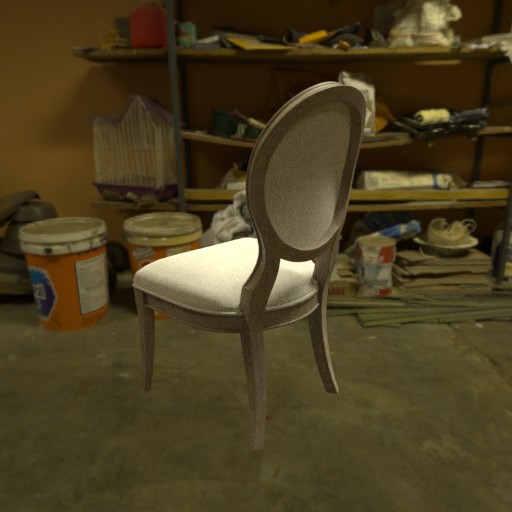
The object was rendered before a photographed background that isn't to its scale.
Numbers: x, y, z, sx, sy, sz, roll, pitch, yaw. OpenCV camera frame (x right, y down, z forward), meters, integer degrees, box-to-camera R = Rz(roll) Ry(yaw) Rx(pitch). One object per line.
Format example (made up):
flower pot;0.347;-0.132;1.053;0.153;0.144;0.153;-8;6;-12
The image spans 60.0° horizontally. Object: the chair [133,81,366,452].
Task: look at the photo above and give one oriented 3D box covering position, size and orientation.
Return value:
chair;0.000;0.000;1.389;0.602;0.990;0.558;16;23;42
